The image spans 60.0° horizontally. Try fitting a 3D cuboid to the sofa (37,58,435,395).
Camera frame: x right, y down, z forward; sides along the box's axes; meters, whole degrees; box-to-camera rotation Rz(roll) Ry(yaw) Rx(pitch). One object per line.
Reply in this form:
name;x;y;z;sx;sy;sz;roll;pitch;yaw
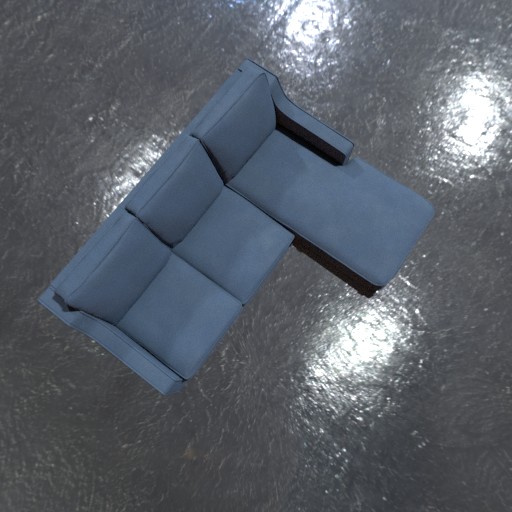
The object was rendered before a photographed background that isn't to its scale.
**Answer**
sofa;0.000;0.000;3.309;1.858;1.066;2.317;36;79;8
